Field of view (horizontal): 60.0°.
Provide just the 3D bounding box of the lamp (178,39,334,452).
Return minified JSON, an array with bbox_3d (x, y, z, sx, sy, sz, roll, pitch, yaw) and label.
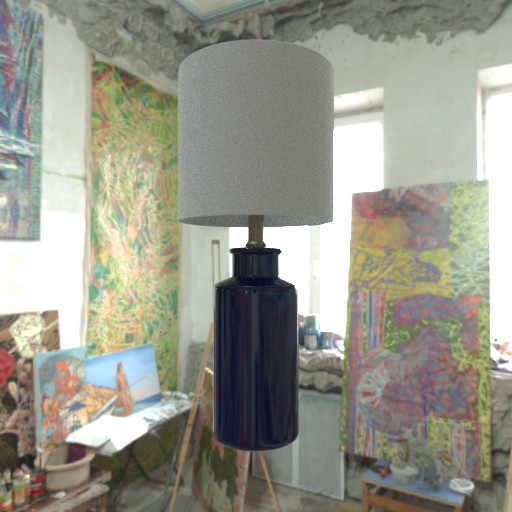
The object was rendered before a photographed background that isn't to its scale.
[{"bbox_3d":[0.000,0.000,0.609,0.212,0.493,0.212,0,0,0],"label":"lamp"}]
